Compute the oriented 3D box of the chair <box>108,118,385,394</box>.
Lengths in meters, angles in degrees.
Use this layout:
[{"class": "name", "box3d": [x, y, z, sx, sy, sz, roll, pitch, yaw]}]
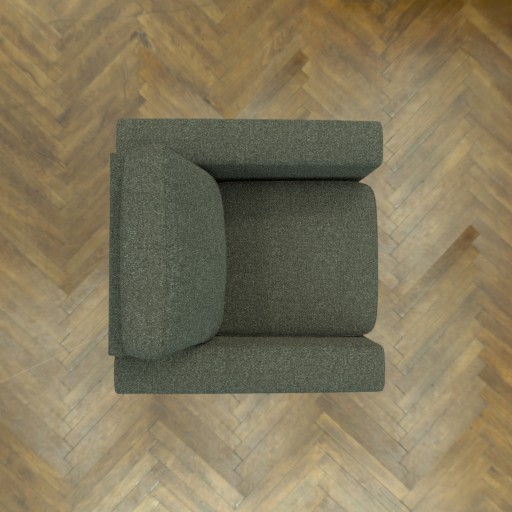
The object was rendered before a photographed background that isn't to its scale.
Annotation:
[{"class": "chair", "box3d": [0.000, 0.000, 1.732, 1.016, 0.873, 1.005, 0, 88, -2]}]
